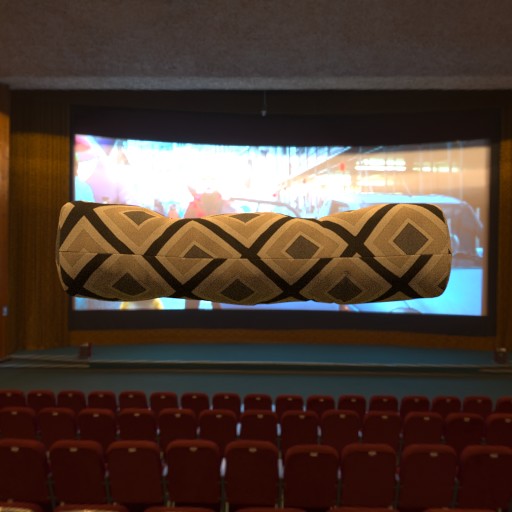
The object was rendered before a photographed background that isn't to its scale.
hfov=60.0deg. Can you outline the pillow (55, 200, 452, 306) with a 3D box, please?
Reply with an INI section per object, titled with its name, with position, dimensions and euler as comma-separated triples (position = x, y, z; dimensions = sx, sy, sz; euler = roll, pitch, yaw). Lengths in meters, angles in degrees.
[pillow]
position = 0.000, 0.000, 0.734
dimensions = 0.468, 0.128, 0.490
euler = 0, 0, 1
